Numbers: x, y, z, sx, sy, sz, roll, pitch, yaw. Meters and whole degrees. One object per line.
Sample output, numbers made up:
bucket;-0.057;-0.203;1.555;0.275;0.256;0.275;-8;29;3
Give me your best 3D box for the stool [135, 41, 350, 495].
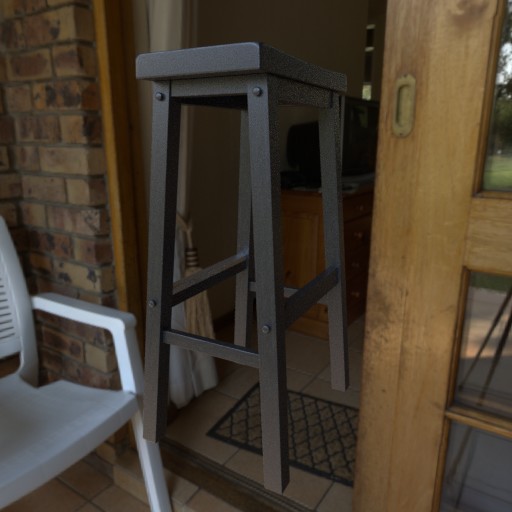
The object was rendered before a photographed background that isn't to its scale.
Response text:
stool;0.000;0.000;0.933;0.322;0.742;0.406;8;17;27
